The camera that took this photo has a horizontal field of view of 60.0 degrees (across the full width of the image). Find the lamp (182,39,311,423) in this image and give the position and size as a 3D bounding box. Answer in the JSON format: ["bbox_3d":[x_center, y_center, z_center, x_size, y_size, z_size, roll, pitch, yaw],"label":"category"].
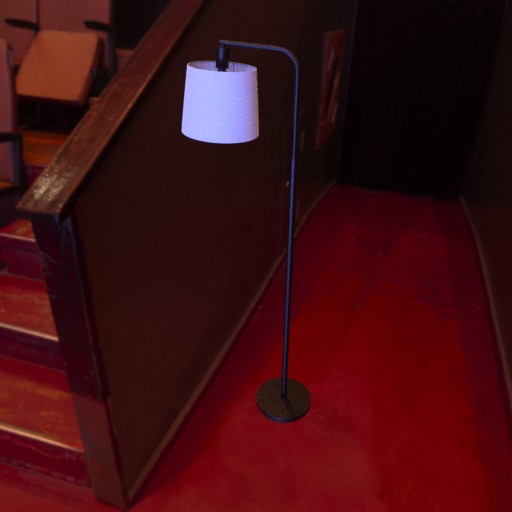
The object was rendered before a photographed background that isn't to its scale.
[{"bbox_3d":[0.000,0.000,1.687,0.508,1.478,0.254,9,31,15],"label":"lamp"}]
